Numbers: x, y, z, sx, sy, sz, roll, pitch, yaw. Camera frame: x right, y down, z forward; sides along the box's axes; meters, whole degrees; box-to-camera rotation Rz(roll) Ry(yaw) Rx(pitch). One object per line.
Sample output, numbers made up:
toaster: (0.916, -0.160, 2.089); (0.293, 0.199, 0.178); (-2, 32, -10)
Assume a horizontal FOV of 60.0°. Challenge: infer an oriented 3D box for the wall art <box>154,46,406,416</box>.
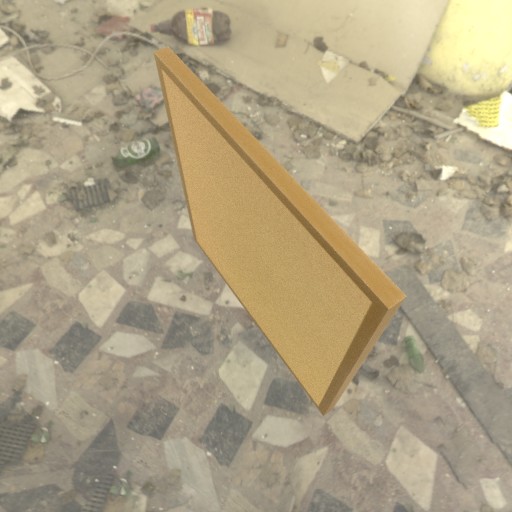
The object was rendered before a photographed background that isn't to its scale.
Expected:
wall art: (0.000, 0.000, 1.160); (0.037, 0.760, 0.762); (-30, 63, -17)
